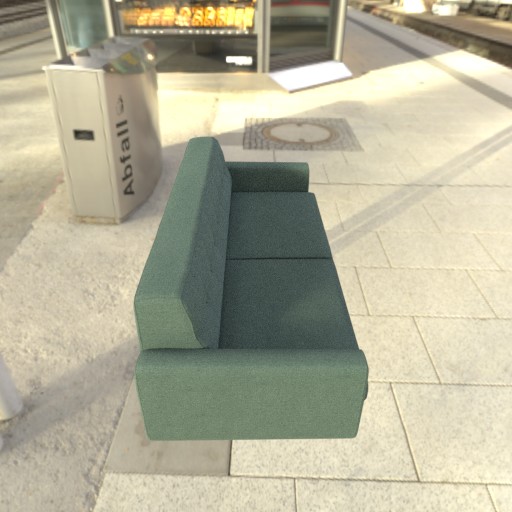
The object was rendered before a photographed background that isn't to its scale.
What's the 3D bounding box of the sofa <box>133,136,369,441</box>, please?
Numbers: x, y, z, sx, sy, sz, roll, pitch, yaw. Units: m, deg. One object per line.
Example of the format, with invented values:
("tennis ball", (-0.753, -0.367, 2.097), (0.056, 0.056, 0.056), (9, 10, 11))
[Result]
("sofa", (0.000, 0.000, 2.515), (0.909, 0.841, 2.029), (0, 33, -1))
